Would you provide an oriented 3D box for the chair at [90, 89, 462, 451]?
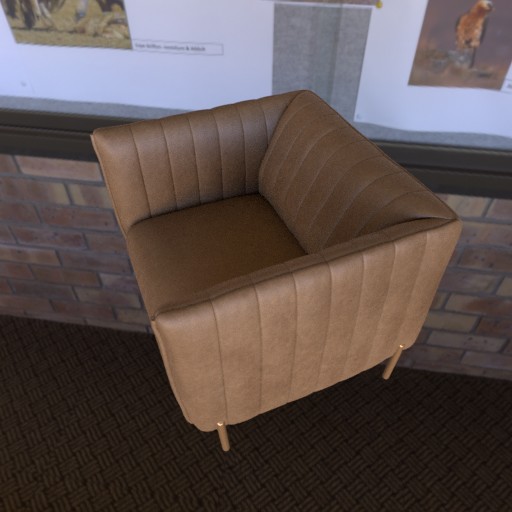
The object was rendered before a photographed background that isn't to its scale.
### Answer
[{"bbox_3d":[0.000,0.000,1.629,0.876,0.779,0.981,-17,47,-16],"label":"chair"}]
